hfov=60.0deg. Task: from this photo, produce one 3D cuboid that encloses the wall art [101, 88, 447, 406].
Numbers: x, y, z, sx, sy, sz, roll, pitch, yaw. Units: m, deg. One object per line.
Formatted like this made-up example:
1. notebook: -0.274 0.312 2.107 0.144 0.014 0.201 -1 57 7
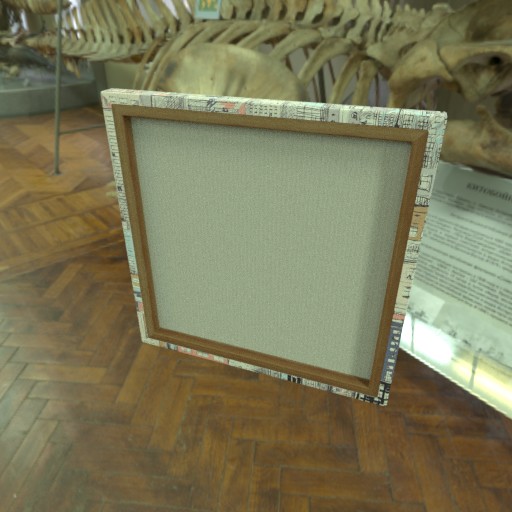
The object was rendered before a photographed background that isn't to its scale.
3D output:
1. wall art: 0.000 0.000 1.130 0.761 0.762 0.048 10 32 17
